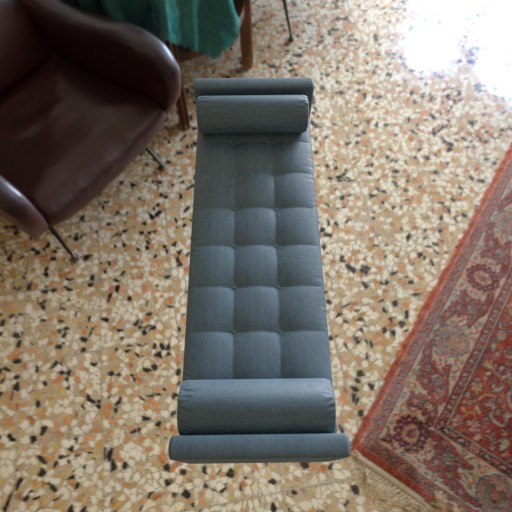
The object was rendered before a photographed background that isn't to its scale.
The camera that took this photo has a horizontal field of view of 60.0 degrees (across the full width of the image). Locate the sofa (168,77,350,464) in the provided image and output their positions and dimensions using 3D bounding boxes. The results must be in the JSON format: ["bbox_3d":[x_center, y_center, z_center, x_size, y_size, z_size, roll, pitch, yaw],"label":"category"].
[{"bbox_3d":[0.000,0.000,2.351,0.686,0.635,1.981,-1,63,0],"label":"sofa"}]
